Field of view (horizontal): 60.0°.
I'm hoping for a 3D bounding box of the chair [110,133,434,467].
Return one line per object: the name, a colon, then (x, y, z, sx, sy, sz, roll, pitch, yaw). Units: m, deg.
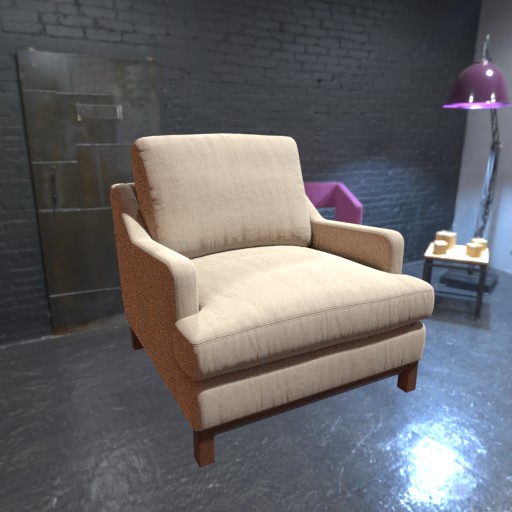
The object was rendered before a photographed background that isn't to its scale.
chair: (0.000, 0.000, 1.725, 0.912, 0.916, 1.001, -8, 18, -27)
